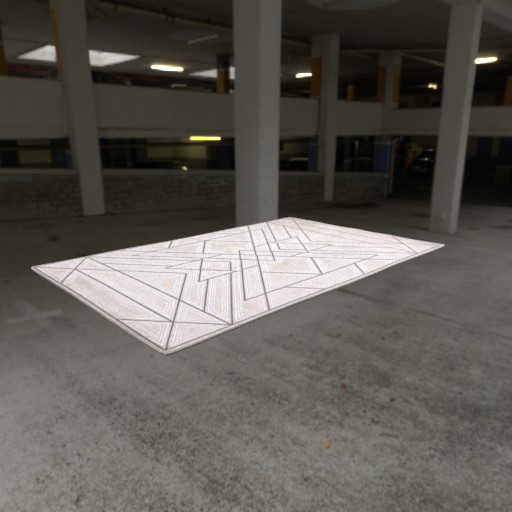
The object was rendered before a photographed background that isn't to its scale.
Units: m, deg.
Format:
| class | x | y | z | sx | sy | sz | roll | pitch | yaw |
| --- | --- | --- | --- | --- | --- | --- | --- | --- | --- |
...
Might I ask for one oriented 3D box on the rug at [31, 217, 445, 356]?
| class | x | y | z | sx | sy | sz | roll | pitch | yaw |
| --- | --- | --- | --- | --- | --- | --- | --- | --- | --- |
| rug | 0.000 | 0.000 | 3.069 | 2.459 | 0.023 | 1.575 | -14 | 21 | -41 |
